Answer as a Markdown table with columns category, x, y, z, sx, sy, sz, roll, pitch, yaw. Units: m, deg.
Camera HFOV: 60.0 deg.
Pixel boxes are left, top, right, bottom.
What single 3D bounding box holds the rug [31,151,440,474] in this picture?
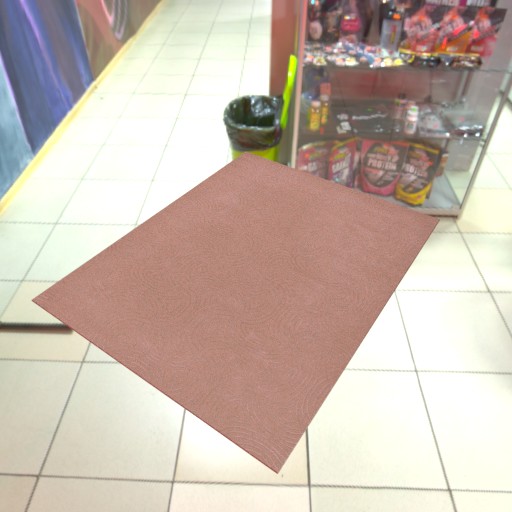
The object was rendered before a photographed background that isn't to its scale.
| category | x | y | z | sx | sy | sz | roll | pitch | yaw |
| --- | --- | --- | --- | --- | --- | --- | --- | --- | --- |
| rug | 0.000 | 0.000 | 3.478 | 2.073 | 0.011 | 2.584 | 25 | 48 | 25 |
